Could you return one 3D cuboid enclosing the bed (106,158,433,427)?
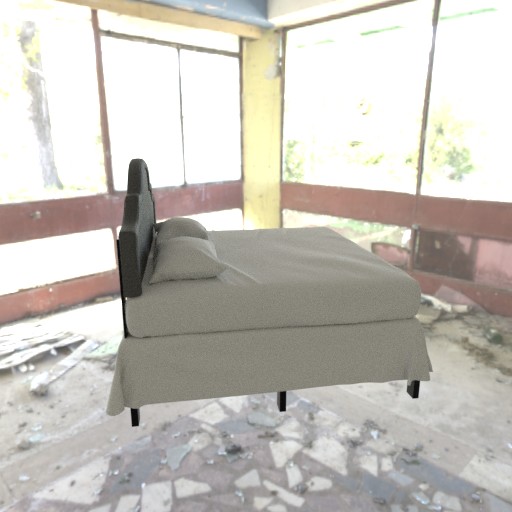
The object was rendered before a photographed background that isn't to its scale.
[{"bbox_3d":[0.000,0.000,3.756,2.222,1.631,2.303,-2,15,-9],"label":"bed"}]
